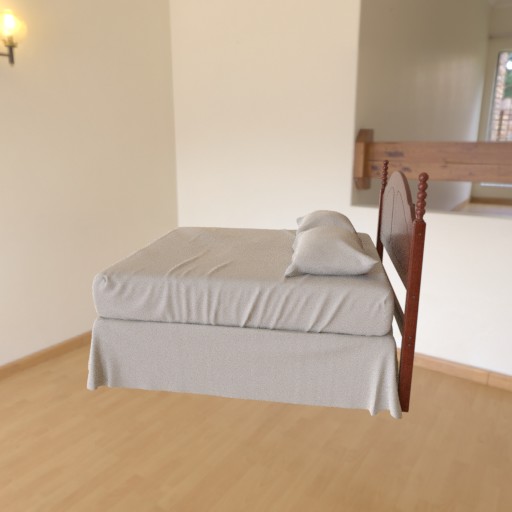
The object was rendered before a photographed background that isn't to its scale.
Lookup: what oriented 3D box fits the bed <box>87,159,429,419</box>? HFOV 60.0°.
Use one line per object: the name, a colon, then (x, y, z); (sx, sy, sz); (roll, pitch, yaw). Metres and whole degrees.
bed: (0.000, 0.000, 3.306); (2.040, 1.356, 1.873); (2, 15, 9)
